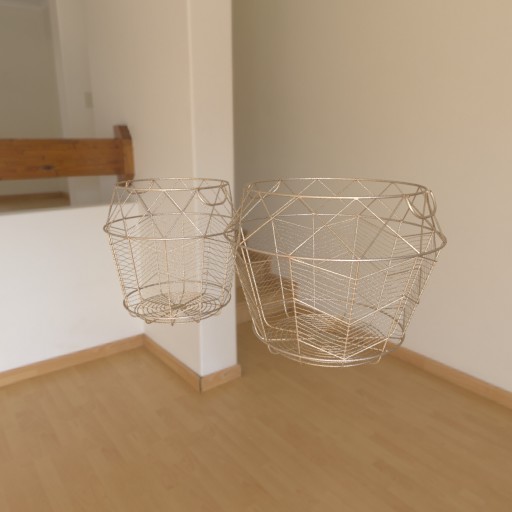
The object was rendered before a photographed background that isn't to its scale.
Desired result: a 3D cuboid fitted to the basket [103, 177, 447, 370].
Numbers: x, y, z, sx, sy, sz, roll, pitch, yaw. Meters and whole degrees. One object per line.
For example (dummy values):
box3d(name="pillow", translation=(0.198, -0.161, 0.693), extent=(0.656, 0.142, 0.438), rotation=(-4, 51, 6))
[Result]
box3d(name="basket", translation=(0.000, 0.000, 1.029), extent=(0.805, 0.343, 0.451), rotation=(8, 17, 26))
